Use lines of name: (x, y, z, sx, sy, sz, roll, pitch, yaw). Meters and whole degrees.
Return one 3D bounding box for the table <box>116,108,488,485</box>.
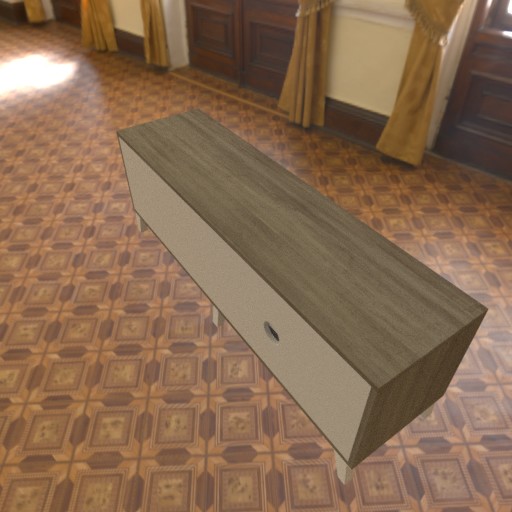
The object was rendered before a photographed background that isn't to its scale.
table: (0.000, 0.000, 1.679, 0.400, 0.530, 1.500, -25, 47, -25)
